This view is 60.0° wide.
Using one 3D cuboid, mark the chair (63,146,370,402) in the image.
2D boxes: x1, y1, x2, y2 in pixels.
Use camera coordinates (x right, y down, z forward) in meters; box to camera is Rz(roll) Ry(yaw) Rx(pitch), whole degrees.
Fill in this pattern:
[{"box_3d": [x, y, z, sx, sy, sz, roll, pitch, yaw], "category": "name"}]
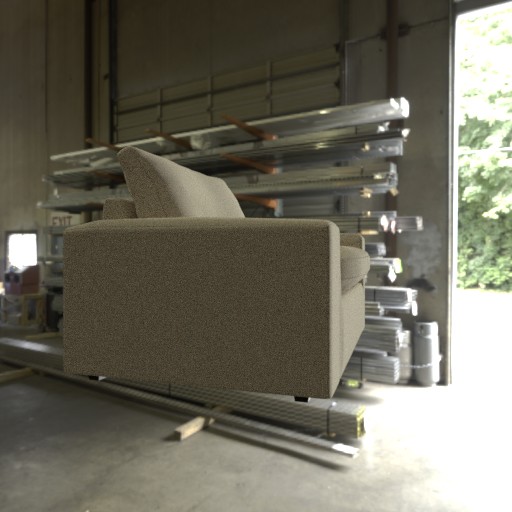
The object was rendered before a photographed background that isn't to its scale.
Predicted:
[{"box_3d": [0.000, 0.000, 2.121, 1.039, 0.915, 1.398, 0, 0, 18], "category": "chair"}]
